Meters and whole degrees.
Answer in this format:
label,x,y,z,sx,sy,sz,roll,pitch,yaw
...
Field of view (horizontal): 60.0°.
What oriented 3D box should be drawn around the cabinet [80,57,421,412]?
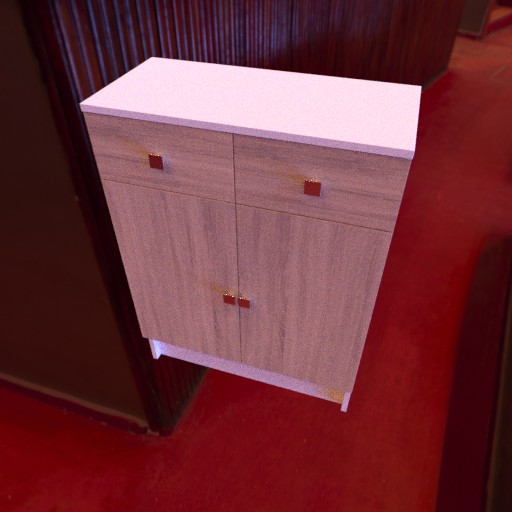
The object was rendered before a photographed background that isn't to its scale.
label,x,y,z,sx,sy,sz,roll,pitch,yaw
cabinet,0.000,0.000,1.117,0.600,0.815,0.296,12,43,13
